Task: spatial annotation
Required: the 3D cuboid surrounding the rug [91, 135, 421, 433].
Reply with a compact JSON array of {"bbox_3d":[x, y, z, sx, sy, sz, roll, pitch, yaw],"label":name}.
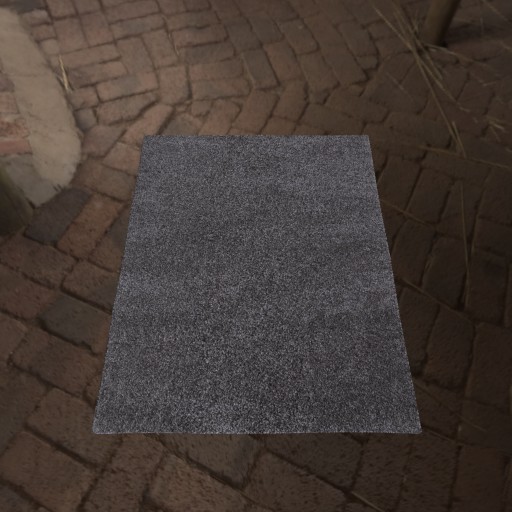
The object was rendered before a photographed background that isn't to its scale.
[{"bbox_3d":[0.000,0.000,3.987,2.401,0.025,3.000,0,59,0],"label":"rug"}]
